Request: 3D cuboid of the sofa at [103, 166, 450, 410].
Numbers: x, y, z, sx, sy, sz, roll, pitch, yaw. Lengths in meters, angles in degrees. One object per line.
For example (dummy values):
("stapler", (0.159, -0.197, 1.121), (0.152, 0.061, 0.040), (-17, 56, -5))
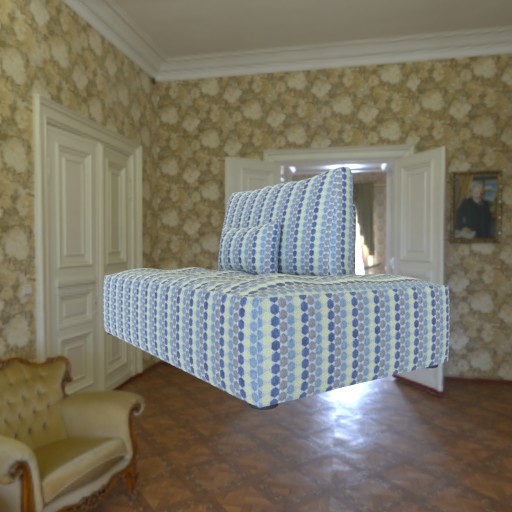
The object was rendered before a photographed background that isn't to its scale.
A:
("sofa", (0.000, 0.000, 2.028), (1.000, 0.820, 1.450), (0, 1, -35))
